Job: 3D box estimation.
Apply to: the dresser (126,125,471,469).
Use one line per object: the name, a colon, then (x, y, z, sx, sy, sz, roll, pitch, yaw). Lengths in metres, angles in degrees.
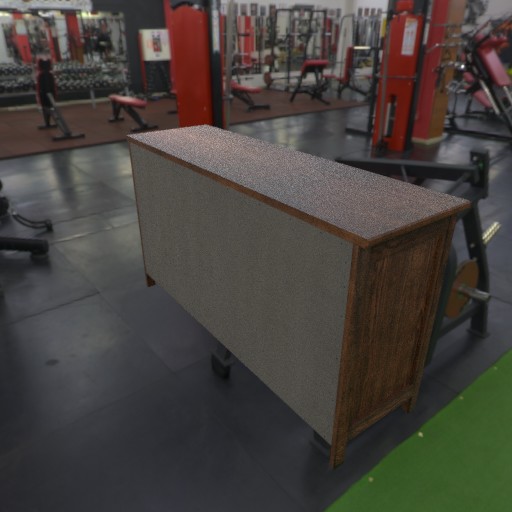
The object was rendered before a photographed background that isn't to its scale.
dresser: (0.000, 0.000, 1.951, 0.463, 0.856, 1.551, -18, 32, -32)
